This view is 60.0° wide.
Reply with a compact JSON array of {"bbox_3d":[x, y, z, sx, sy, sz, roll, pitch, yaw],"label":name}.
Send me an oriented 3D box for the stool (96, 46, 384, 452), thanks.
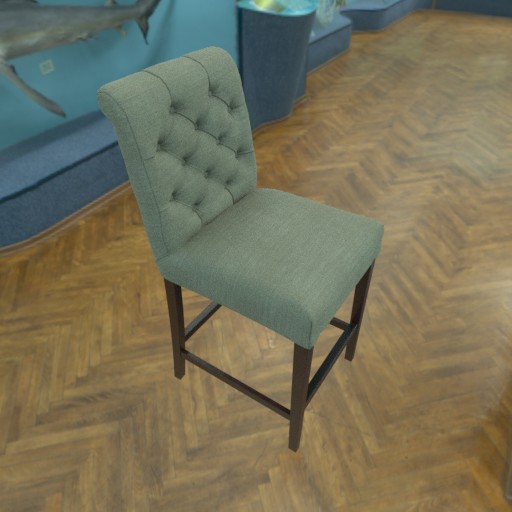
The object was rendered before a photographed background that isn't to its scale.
[{"bbox_3d":[0.000,0.000,1.408,0.660,1.084,0.486,23,45,25],"label":"stool"}]
